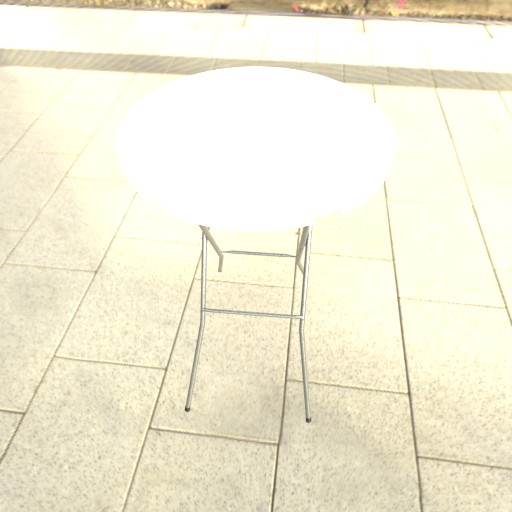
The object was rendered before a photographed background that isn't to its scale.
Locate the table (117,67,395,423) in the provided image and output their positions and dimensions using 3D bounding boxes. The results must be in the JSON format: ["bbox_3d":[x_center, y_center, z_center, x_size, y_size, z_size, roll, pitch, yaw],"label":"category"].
[{"bbox_3d":[0.000,0.000,1.687,0.792,1.105,0.795,4,47,4],"label":"table"}]
